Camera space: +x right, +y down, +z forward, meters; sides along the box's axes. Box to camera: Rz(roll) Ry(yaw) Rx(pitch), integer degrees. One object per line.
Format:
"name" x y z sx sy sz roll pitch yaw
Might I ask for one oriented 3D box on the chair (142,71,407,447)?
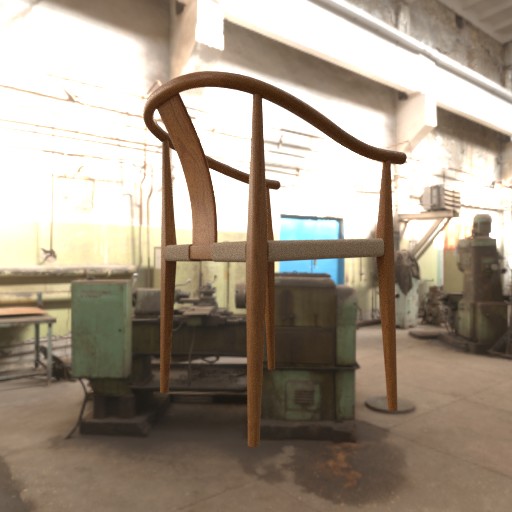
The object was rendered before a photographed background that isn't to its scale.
"chair" 0.000 0.000 1.210 0.579 0.800 0.556 0 0 -36
